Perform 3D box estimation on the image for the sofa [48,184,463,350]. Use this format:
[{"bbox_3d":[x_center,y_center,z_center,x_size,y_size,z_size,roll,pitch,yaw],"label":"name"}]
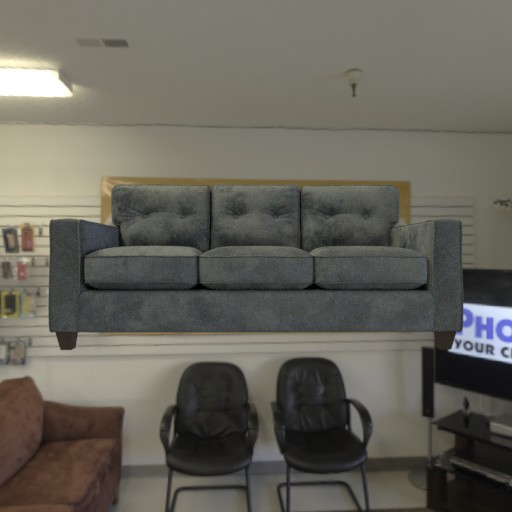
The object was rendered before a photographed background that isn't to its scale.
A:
[{"bbox_3d":[0.000,0.000,2.688,2.133,0.965,0.939,0,0,0],"label":"sofa"}]
